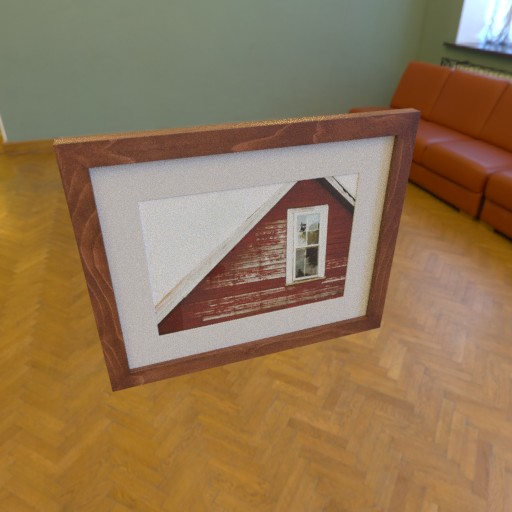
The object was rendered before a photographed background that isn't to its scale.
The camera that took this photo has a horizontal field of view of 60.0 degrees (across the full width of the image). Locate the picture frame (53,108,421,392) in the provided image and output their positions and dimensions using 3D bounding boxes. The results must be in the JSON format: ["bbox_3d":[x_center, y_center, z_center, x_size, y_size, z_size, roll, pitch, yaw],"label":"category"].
[{"bbox_3d":[0.000,0.000,0.775,0.559,0.457,0.025,-10,33,-16],"label":"picture frame"}]
